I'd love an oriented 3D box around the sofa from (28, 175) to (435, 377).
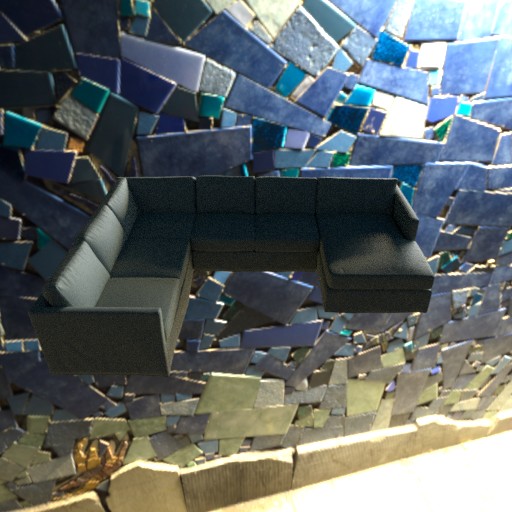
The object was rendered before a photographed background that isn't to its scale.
[{"bbox_3d":[0.000,0.000,4.500,3.460,0.882,2.427,0,33,0],"label":"sofa"}]
